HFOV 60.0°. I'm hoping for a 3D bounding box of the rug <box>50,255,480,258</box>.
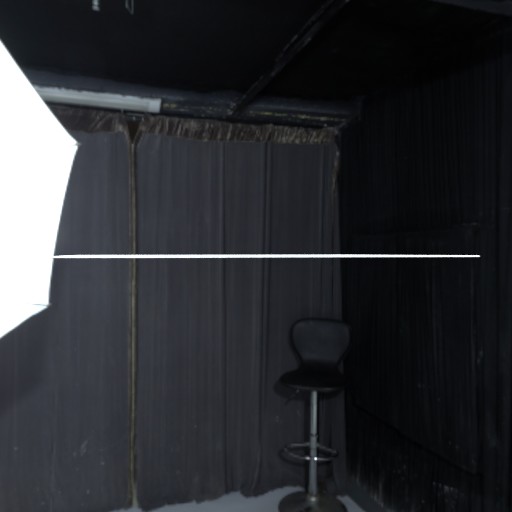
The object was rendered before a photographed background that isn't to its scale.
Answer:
[{"bbox_3d":[0.000,0.000,3.091,2.457,0.009,1.512,0,0,-18],"label":"rug"}]
